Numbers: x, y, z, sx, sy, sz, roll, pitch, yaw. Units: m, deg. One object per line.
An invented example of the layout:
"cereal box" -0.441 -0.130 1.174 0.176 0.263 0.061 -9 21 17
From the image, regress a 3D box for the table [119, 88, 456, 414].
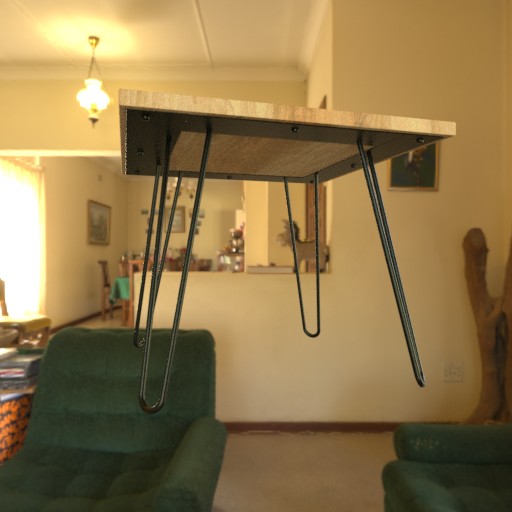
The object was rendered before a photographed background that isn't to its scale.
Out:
"table" 0.000 0.000 1.026 0.599 0.500 0.599 0 0 -16
